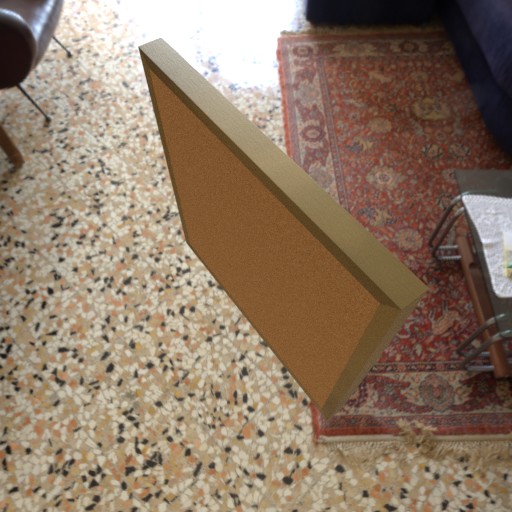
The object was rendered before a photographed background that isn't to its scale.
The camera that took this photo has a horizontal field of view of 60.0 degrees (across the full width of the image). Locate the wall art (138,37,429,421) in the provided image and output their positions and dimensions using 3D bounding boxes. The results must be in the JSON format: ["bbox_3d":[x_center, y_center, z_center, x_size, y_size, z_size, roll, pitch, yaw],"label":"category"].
[{"bbox_3d":[0.000,0.000,0.744,0.038,0.508,0.507,-32,64,-18],"label":"wall art"}]
